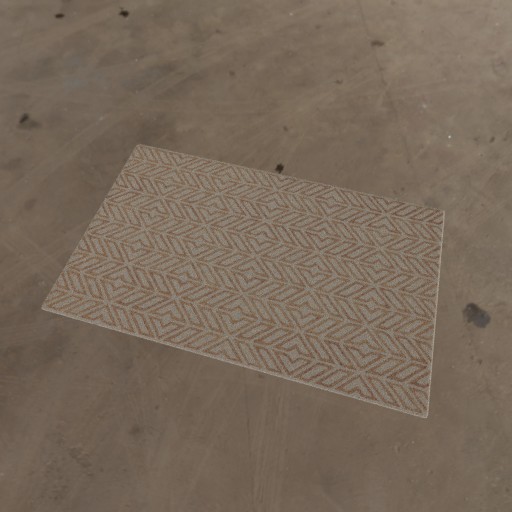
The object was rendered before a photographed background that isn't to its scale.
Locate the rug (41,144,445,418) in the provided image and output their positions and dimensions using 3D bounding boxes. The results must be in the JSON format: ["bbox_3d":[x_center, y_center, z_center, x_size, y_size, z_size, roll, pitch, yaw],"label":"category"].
[{"bbox_3d":[0.000,0.000,3.040,2.438,0.008,1.523,14,60,8],"label":"rug"}]
